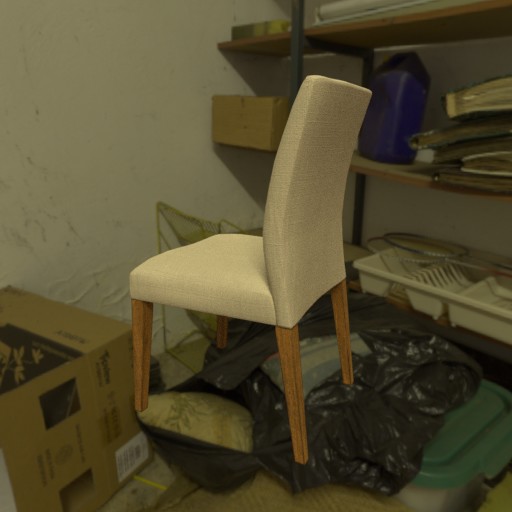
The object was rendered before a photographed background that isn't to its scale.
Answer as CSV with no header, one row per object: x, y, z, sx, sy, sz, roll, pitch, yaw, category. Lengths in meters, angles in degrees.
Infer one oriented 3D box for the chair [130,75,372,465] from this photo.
0.000,0.000,1.323,0.585,0.940,0.496,8,17,27,chair
